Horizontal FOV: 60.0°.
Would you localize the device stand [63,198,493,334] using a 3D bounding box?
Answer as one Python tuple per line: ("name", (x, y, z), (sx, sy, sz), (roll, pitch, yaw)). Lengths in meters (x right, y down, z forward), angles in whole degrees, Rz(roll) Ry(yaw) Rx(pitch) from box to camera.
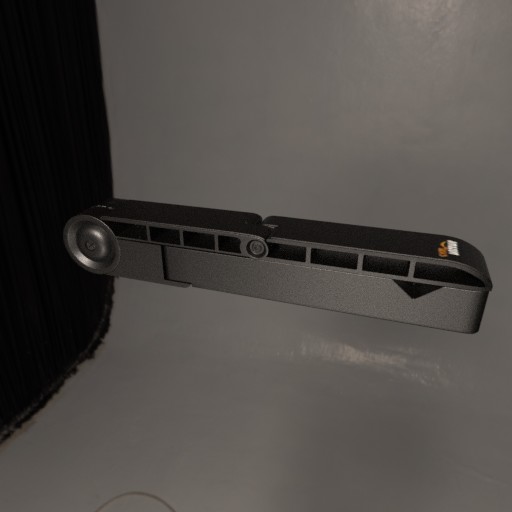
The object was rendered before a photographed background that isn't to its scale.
("device stand", (0.000, 0.000, 0.190), (0.179, 0.030, 0.026), (8, 27, 16))
